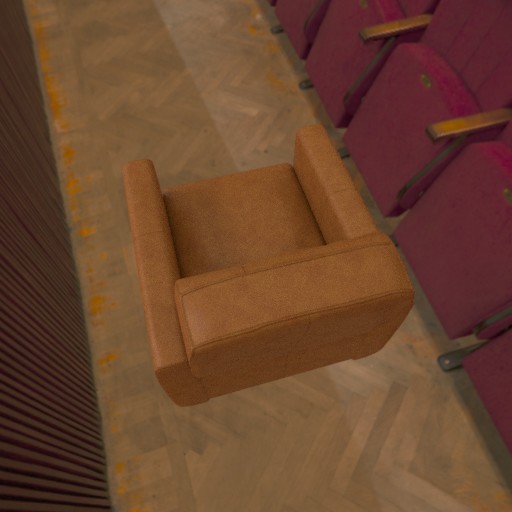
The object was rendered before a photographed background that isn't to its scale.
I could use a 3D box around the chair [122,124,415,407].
[{"bbox_3d":[0.000,0.000,1.659,0.845,0.968,0.942,-13,60,-8],"label":"chair"}]
